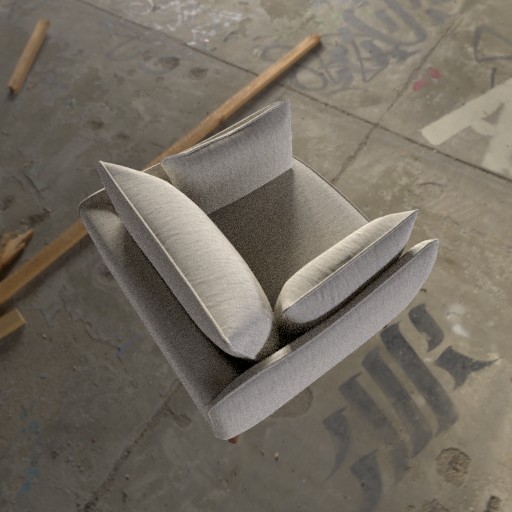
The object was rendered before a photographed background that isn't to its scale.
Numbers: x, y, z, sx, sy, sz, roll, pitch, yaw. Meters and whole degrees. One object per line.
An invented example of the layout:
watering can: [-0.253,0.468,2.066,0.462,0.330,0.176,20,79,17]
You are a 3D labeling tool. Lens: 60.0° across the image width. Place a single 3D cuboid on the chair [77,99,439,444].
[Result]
chair: [0.000,0.000,1.756,0.991,0.855,0.994,-32,63,-18]
